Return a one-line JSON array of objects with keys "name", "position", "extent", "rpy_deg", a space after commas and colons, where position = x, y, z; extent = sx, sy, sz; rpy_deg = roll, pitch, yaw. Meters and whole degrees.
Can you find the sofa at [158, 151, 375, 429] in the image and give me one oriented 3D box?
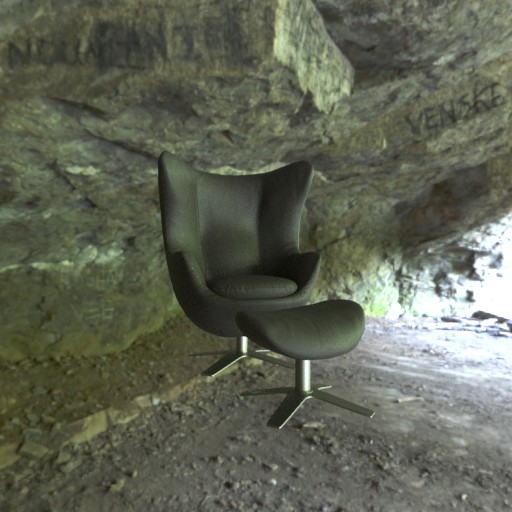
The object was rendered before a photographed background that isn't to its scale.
[{"name": "sofa", "position": [0.000, 0.000, 2.177], "extent": [0.894, 1.135, 1.444], "rpy_deg": [0, 0, -17]}]
